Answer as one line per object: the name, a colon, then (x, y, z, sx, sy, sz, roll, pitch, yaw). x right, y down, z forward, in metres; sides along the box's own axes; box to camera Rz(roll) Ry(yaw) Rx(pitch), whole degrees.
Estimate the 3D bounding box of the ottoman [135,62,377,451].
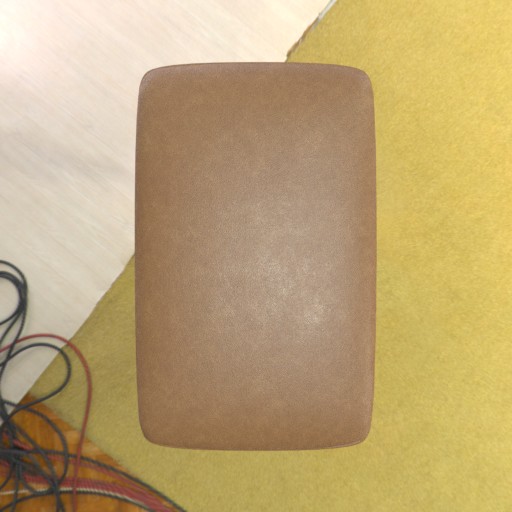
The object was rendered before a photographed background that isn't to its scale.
ottoman: (0.000, 0.000, 0.961, 0.420, 0.480, 0.670, 0, 91, 0)
